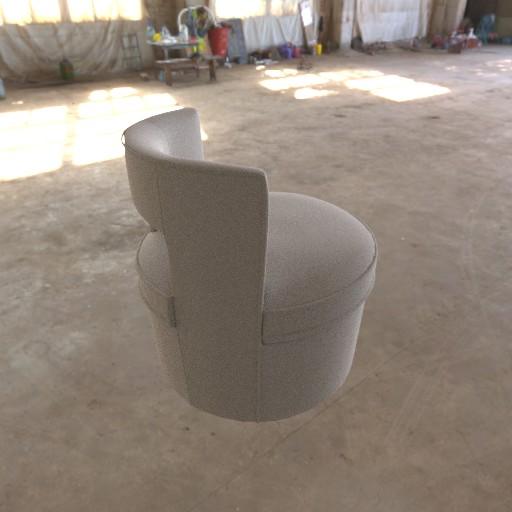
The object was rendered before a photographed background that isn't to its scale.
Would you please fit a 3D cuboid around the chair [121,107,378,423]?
[{"bbox_3d":[0.000,0.000,1.251,0.665,0.723,0.650,-10,32,-17],"label":"chair"}]
